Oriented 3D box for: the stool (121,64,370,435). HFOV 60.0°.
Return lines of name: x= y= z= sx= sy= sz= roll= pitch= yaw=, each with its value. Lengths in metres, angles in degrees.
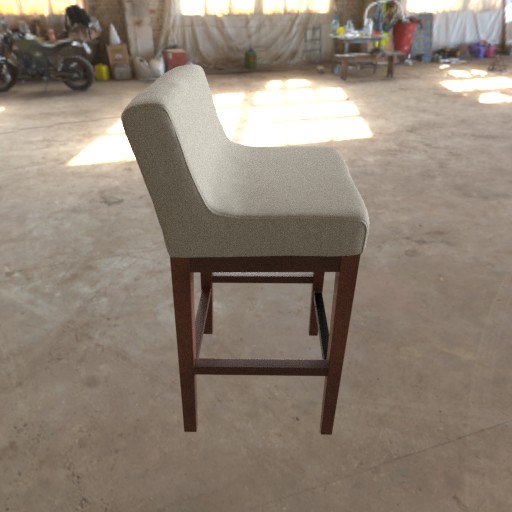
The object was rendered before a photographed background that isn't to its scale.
stool: x=0.000 y=0.000 z=1.241 sx=0.500 sy=0.937 sz=0.511 roll=1 pitch=31 yaw=1
